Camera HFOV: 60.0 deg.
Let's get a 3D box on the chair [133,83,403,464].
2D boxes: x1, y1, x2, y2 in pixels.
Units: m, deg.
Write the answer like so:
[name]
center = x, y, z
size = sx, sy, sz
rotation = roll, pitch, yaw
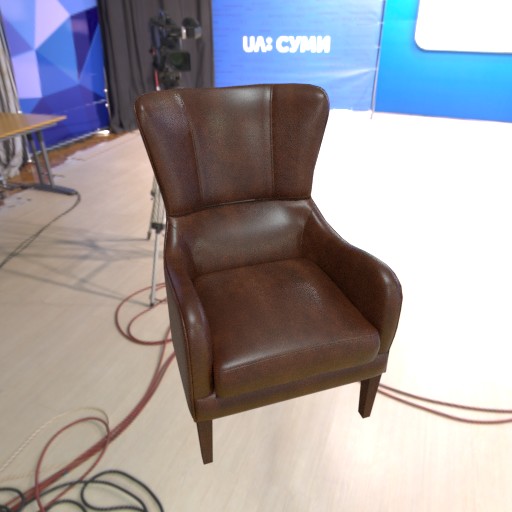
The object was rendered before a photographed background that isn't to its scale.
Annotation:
[chair]
center = 0.000, 0.000, 1.602
size = 0.692, 1.048, 0.914
rotation = -9, 32, -16
